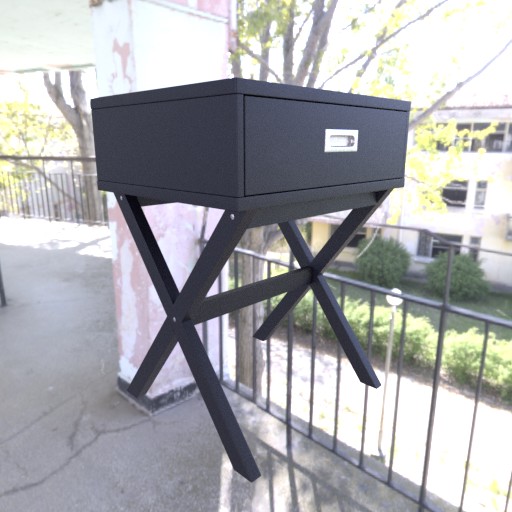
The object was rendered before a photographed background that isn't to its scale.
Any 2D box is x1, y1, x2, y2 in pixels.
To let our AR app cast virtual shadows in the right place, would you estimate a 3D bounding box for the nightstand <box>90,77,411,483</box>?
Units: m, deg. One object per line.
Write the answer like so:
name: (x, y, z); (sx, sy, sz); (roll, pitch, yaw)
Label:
nightstand: (0.000, 0.000, 0.934); (0.402, 0.623, 0.479); (14, 20, 43)
